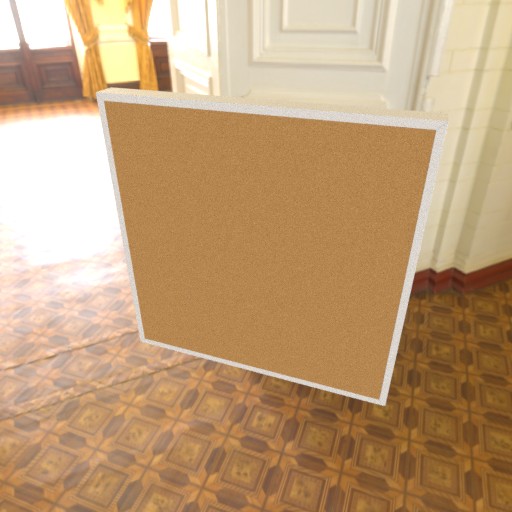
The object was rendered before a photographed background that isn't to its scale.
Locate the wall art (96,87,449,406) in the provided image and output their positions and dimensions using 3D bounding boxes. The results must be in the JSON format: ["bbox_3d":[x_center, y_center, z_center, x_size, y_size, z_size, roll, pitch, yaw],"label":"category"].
[{"bbox_3d":[0.000,0.000,0.757,0.509,0.509,0.040,10,33,17],"label":"wall art"}]
